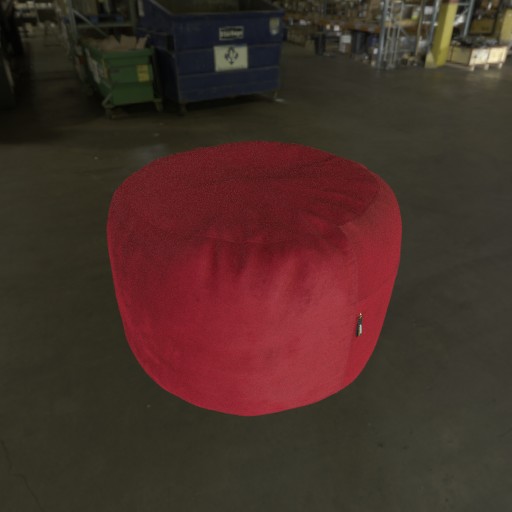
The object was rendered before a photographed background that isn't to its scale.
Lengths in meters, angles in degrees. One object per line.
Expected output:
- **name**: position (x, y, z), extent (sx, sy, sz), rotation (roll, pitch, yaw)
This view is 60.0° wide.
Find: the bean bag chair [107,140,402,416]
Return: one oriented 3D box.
- **bean bag chair**: position (0.000, 0.000, 1.964), extent (1.219, 0.762, 1.219), rotation (0, 32, 0)
